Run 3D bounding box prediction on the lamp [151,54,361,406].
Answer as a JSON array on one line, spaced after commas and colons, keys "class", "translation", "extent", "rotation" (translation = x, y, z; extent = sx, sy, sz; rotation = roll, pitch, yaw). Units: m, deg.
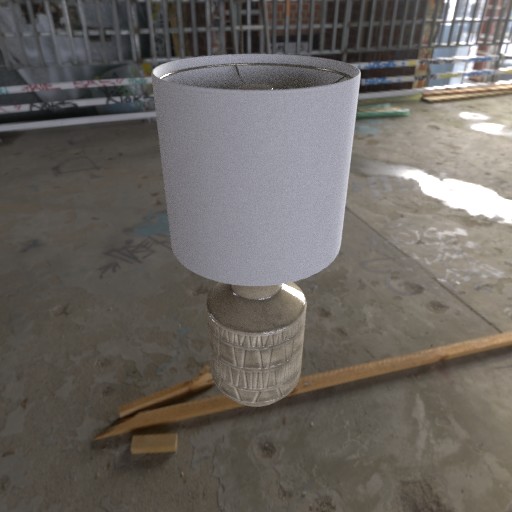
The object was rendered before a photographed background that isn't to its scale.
[{"class": "lamp", "translation": [0.000, 0.000, 0.576], "extent": [0.211, 0.455, 0.211], "rotation": [0, 32, 0]}]
